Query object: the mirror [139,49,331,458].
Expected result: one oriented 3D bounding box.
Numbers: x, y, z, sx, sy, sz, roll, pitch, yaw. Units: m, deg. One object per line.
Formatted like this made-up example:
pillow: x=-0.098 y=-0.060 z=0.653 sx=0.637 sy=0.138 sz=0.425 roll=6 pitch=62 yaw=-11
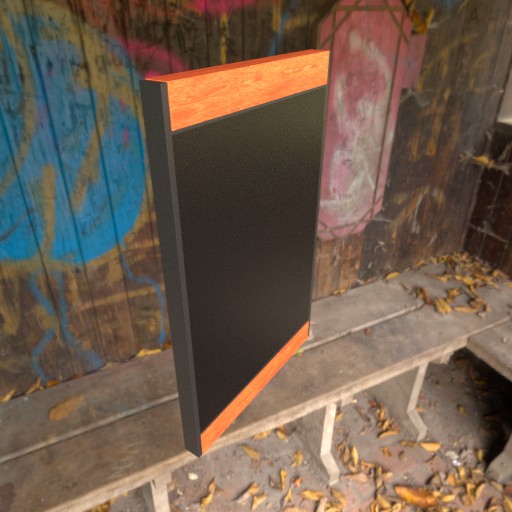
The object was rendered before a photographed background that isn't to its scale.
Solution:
mirror: x=0.000 y=0.000 z=1.019 sx=0.047 sy=0.823 sz=0.525 roll=19 pitch=36 yaw=30
